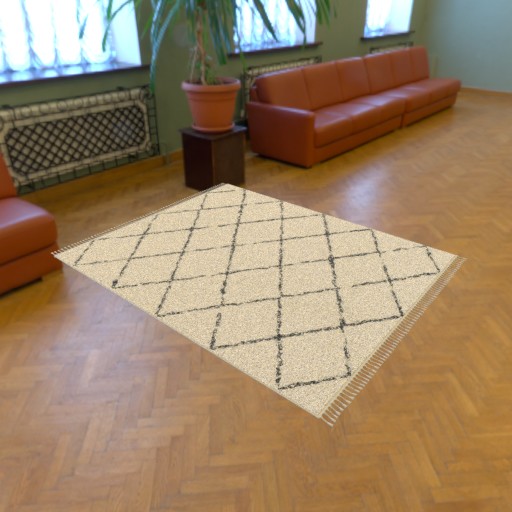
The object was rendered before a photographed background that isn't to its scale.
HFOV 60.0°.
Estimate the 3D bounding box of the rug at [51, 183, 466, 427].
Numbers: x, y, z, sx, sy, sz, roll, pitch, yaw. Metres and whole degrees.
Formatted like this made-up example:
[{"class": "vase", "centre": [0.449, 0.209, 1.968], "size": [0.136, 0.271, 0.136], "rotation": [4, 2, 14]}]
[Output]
[{"class": "rug", "centre": [0.000, 0.000, 4.100], "size": [3.051, 0.013, 2.380], "rotation": [22, 37, 33]}]
